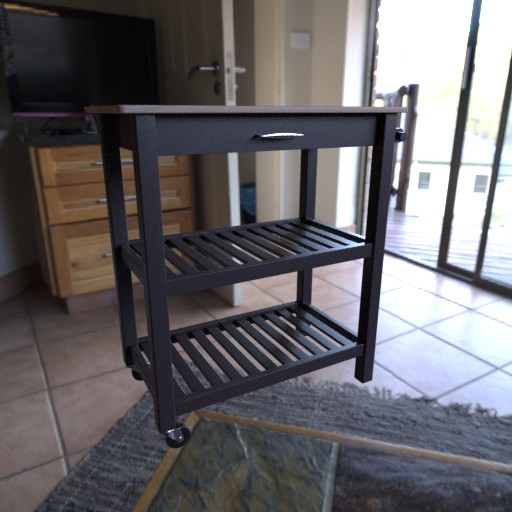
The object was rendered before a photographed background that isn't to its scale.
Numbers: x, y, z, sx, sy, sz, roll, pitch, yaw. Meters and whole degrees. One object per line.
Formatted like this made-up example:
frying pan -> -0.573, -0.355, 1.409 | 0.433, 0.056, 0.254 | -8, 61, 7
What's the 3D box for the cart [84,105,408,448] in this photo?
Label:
cart -> 0.000, 0.000, 1.454 | 0.899, 0.927, 0.457 | -10, 20, -27
